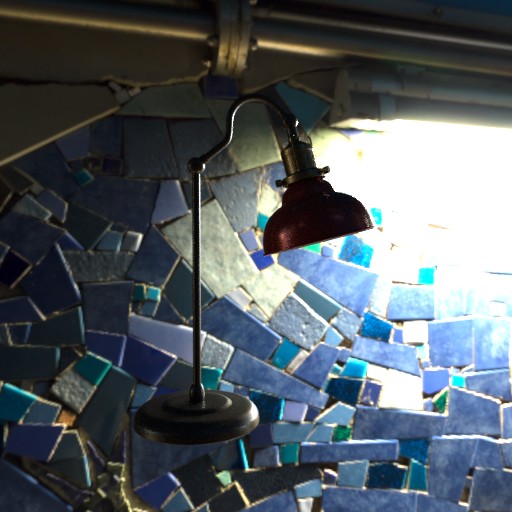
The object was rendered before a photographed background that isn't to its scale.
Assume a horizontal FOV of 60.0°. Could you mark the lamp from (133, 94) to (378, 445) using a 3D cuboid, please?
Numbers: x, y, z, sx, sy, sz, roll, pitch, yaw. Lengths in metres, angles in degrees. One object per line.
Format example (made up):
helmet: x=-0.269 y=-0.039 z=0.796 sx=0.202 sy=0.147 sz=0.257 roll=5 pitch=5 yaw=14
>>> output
lamp: x=0.000 y=0.000 z=0.690 sx=0.374 sy=0.508 sz=0.192 roll=0 pitch=-1 yaw=0
